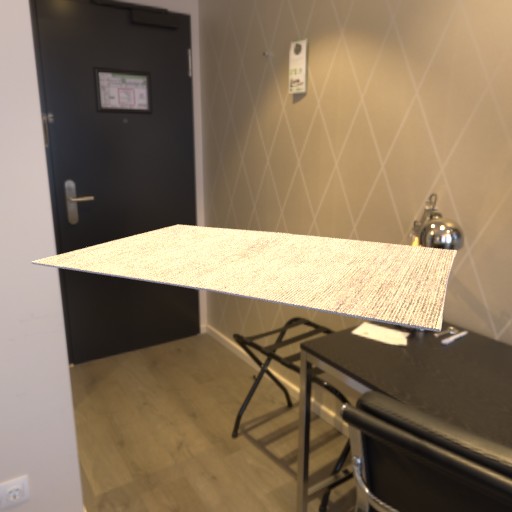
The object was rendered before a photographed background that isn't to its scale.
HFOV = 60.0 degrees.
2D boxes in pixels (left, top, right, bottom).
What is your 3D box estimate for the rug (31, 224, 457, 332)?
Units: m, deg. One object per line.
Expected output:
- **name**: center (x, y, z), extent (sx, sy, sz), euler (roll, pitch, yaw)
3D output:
- **rug**: center (0.000, 0.000, 2.173), extent (1.773, 0.021, 1.149), euler (7, 15, 26)
